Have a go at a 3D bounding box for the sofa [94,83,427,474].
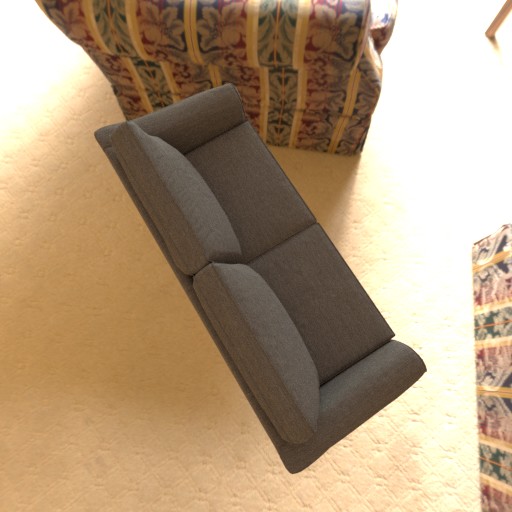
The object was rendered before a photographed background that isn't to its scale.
[{"bbox_3d":[0.000,0.000,2.771,0.971,0.950,2.270,-31,77,-8],"label":"sofa"}]
